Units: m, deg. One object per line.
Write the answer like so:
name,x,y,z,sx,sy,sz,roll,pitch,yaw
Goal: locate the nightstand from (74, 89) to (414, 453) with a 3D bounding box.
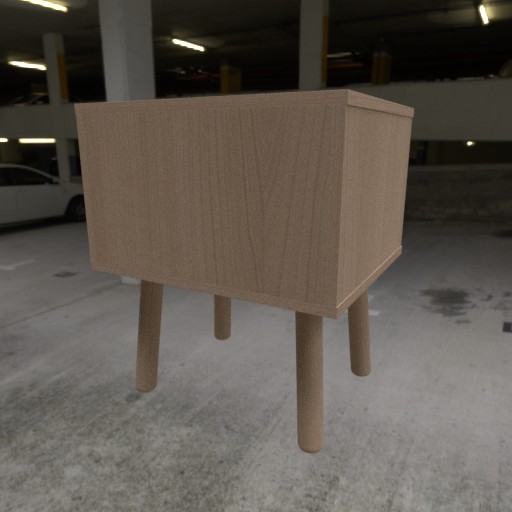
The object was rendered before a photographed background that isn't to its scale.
nightstand,0.000,0.000,0.827,0.450,0.530,0.380,8,17,28
